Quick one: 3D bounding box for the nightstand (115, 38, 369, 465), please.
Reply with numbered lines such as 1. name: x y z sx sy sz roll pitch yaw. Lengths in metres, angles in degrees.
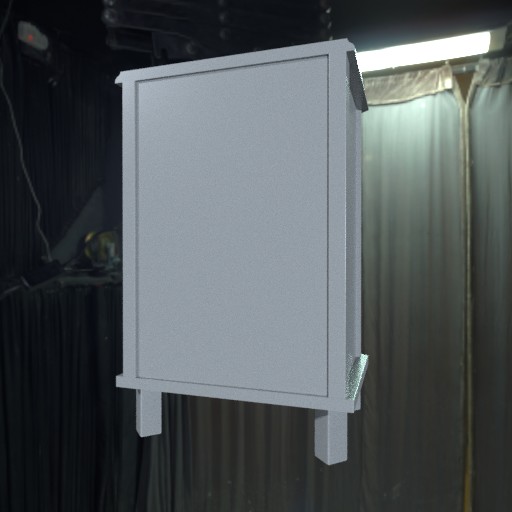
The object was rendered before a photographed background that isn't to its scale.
1. nightstand: 0.000 0.000 0.920 0.435 0.680 0.348 0 1 18
